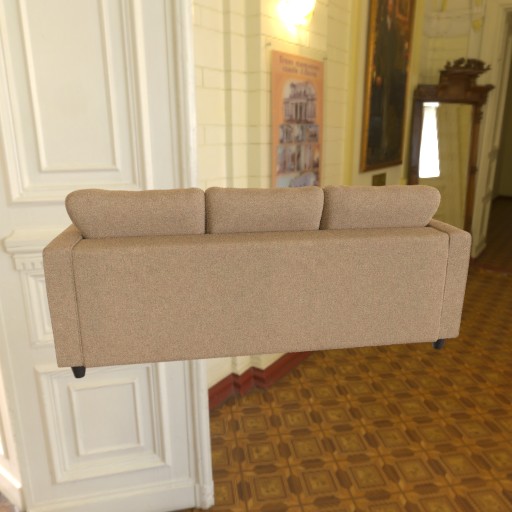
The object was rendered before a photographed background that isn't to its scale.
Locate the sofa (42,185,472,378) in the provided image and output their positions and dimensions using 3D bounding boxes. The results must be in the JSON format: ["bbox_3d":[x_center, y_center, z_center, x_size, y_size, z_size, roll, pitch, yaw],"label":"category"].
[{"bbox_3d":[0.000,0.000,2.360,1.855,0.800,0.930,-2,16,-9],"label":"sofa"}]
